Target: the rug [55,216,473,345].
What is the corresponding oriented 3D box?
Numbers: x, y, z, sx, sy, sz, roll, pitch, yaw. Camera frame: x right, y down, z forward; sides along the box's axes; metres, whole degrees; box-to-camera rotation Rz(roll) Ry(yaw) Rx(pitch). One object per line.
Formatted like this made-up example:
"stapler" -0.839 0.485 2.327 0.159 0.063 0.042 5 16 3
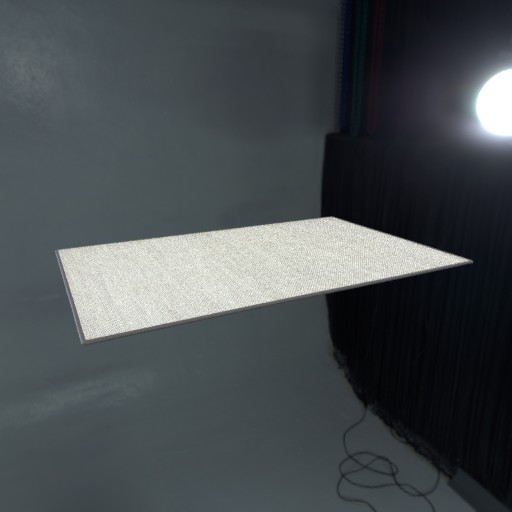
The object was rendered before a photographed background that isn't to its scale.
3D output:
"rug" 0.000 0.000 2.092 1.676 0.013 1.067 -9 19 -26
